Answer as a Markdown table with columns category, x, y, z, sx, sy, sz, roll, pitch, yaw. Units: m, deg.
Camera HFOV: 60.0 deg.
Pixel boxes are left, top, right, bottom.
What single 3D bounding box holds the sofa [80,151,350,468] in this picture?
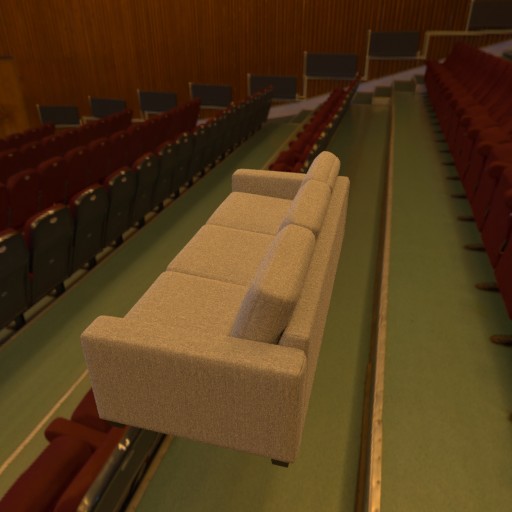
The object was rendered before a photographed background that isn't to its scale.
| category | x | y | z | sx | sy | sz | roll | pitch | yaw |
| --- | --- | --- | --- | --- | --- | --- | --- | --- | --- |
| sofa | 0.000 | 0.000 | 2.599 | 0.900 | 0.800 | 2.120 | 7 | 30 | 13 |
